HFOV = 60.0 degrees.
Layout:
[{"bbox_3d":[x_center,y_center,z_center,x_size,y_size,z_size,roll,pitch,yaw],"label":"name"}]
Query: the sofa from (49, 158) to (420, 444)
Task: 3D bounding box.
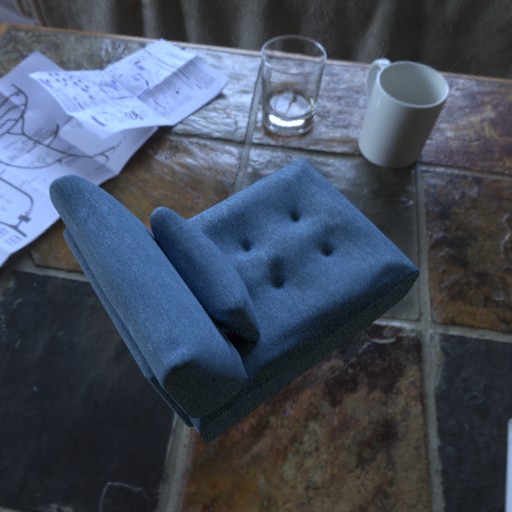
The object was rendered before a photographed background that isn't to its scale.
[{"bbox_3d":[0.000,0.000,1.525,1.000,0.820,0.700,-31,64,-18],"label":"sofa"}]
